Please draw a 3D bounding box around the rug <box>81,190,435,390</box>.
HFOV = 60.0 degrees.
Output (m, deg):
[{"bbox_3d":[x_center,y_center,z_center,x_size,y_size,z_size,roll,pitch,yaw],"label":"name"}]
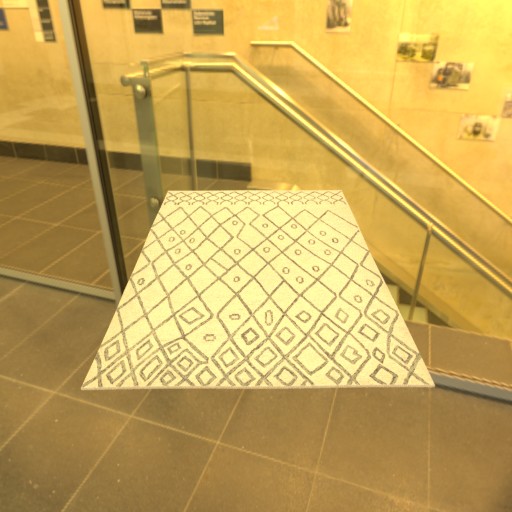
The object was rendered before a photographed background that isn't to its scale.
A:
[{"bbox_3d":[0.000,0.000,2.316,1.222,0.015,1.828,0,30,0],"label":"rug"}]
